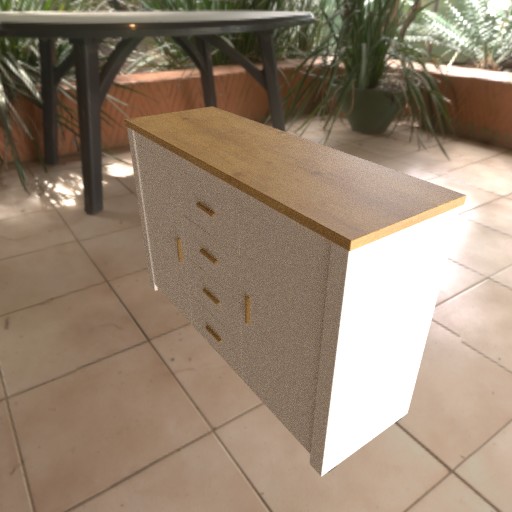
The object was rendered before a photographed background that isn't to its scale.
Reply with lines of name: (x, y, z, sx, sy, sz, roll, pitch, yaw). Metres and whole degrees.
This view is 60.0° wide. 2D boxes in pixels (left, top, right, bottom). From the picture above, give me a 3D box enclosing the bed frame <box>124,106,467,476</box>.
bed frame: (0.000, 0.000, 1.724, 0.430, 0.850, 1.300, -20, 36, -30)
